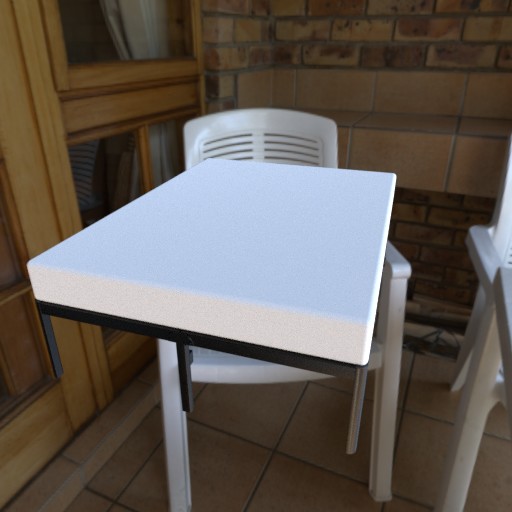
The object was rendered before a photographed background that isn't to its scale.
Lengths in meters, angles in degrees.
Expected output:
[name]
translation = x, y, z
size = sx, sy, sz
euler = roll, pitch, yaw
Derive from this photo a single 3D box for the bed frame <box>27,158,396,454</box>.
[bed frame]
translation = 0.000, 0.000, 2.789
size = 1.557, 0.659, 2.072
euler = 8, 27, 16
